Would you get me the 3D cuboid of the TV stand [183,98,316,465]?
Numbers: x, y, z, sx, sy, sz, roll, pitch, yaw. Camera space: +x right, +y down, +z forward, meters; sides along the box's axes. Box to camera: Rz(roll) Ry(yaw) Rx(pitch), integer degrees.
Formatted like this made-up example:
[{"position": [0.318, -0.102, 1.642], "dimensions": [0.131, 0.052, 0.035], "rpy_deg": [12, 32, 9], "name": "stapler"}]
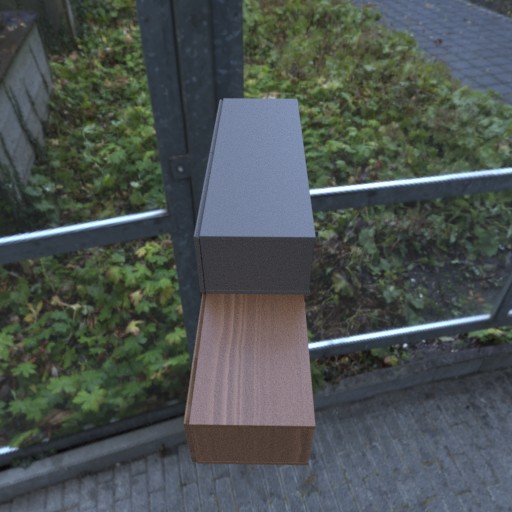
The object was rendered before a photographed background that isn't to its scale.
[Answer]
[{"position": [0.000, 0.000, 1.574], "dimensions": [0.329, 0.591, 1.336], "rpy_deg": [1, 42, 1], "name": "TV stand"}]
